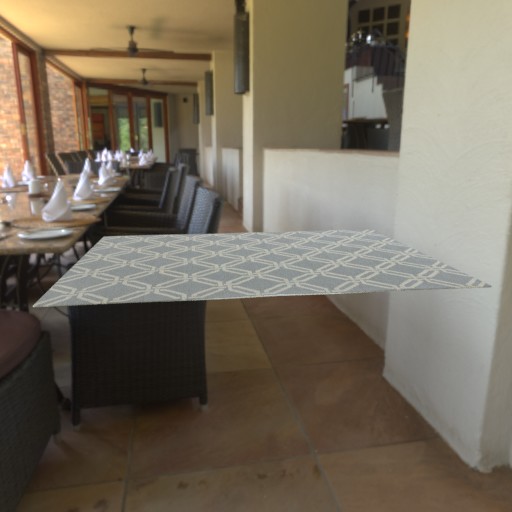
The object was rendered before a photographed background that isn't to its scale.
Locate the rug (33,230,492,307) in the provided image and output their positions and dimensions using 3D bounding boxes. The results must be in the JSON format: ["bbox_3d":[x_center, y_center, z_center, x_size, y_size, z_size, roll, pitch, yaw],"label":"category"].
[{"bbox_3d":[0.000,0.000,2.760,2.133,0.013,1.522,-2,14,-7],"label":"rug"}]
